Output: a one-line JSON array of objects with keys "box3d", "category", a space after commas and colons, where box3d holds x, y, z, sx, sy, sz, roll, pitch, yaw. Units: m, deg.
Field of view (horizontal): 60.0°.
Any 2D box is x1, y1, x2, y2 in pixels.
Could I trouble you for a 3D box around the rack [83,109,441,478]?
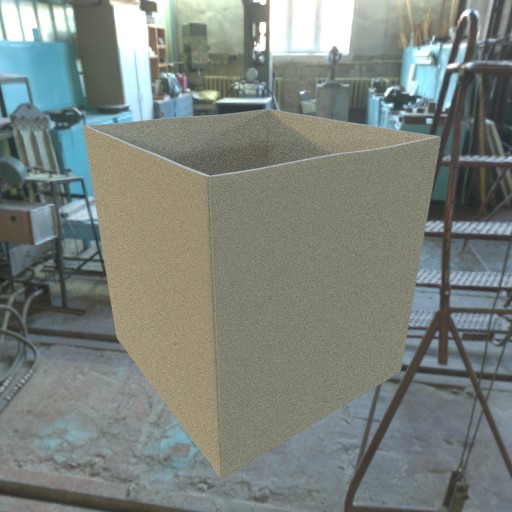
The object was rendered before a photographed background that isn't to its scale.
[{"box3d": [0.000, 0.000, 0.505, 0.270, 0.280, 0.270, -17, 30, -32], "category": "rack"}]
